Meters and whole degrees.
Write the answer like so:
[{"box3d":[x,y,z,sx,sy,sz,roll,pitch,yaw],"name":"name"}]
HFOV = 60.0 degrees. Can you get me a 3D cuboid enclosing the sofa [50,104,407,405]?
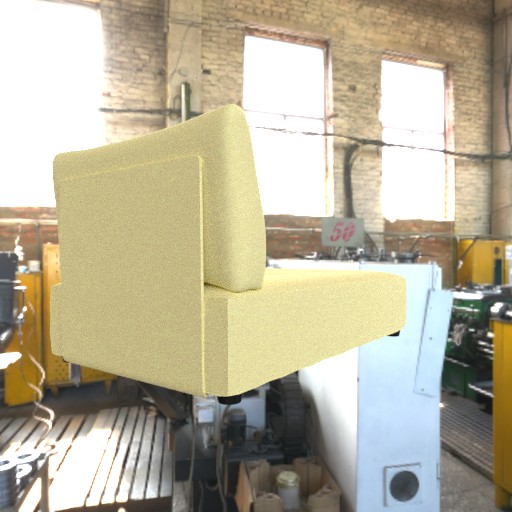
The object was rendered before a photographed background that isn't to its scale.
[{"box3d":[0.000,0.000,2.004,0.930,0.820,1.450,0,0,37],"name":"sofa"}]
